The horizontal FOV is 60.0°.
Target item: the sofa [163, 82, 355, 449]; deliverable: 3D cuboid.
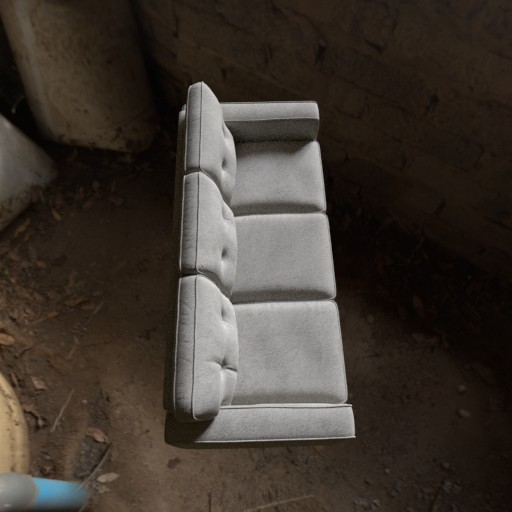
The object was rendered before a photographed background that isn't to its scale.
[{"bbox_3d":[0.000,0.000,2.698,0.939,0.965,2.133,-2,65,-1],"label":"sofa"}]
